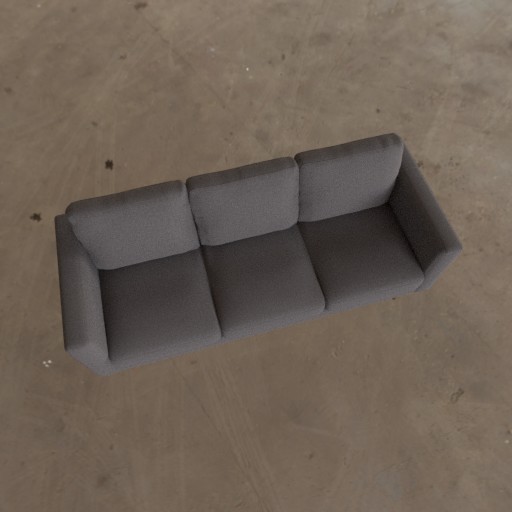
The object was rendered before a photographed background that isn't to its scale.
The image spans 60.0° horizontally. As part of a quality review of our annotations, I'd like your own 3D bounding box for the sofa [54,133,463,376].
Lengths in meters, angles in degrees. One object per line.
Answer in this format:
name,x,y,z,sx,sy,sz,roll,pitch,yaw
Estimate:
sofa,0.000,0.000,2.525,2.029,0.912,0.802,-14,63,-7
